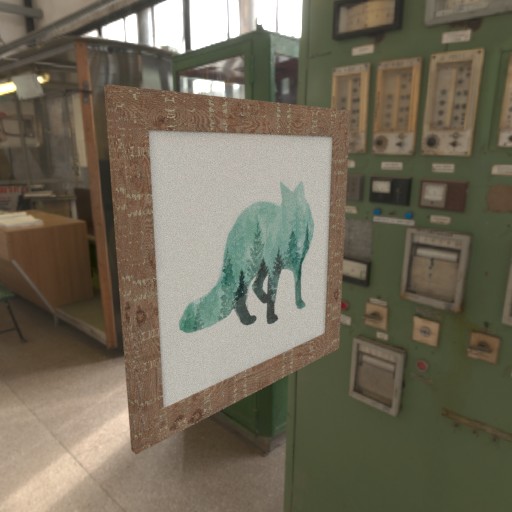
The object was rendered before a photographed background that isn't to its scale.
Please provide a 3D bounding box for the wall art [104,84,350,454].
[{"bbox_3d":[0.000,0.000,0.580,0.384,0.384,0.012,-13,19,-43],"label":"wall art"}]
